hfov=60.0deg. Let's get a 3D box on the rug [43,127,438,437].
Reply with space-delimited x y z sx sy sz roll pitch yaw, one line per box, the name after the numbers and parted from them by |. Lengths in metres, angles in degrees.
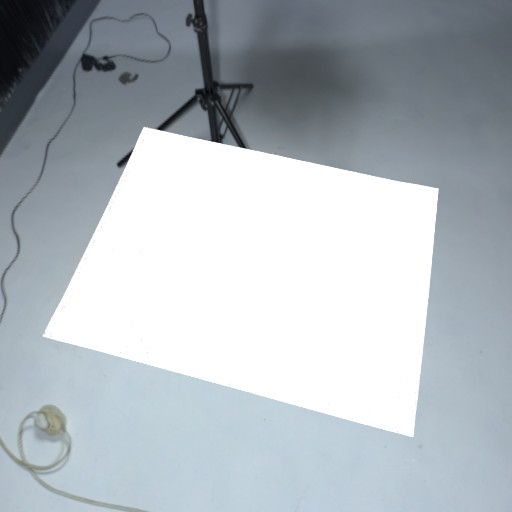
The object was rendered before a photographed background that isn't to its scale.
0.000 0.000 4.913 3.778 0.053 2.873 13 64 7 | rug
